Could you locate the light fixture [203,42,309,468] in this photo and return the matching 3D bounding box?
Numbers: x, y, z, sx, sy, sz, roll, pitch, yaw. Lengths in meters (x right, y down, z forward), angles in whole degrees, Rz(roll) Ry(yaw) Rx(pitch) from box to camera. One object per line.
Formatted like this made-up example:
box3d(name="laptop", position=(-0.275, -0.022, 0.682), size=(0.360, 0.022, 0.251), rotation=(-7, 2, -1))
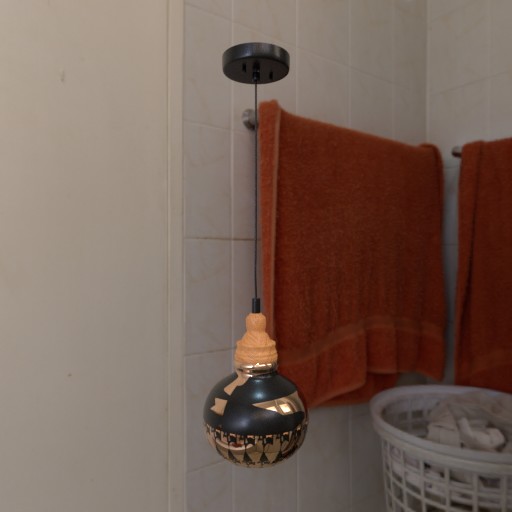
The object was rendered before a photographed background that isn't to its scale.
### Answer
box3d(name="light fixture", position=(0.000, 0.000, 1.805), size=(0.430, 1.606, 0.430), rotation=(0, 0, -35))
